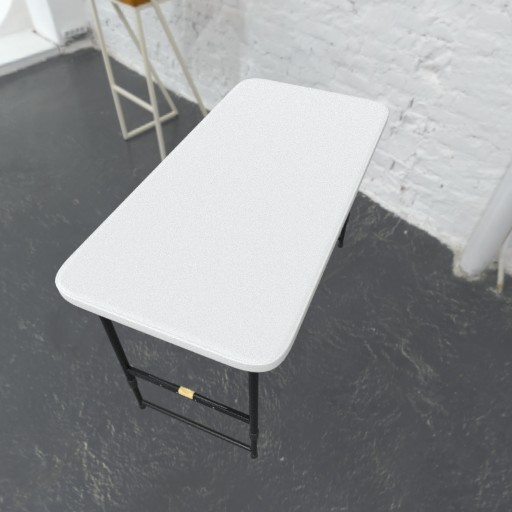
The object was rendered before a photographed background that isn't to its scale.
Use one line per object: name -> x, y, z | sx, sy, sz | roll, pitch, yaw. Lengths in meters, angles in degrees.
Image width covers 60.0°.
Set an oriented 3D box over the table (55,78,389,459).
table -> 0.000, 0.000, 1.637 | 0.610, 0.737, 1.219 | 17, 49, 15
